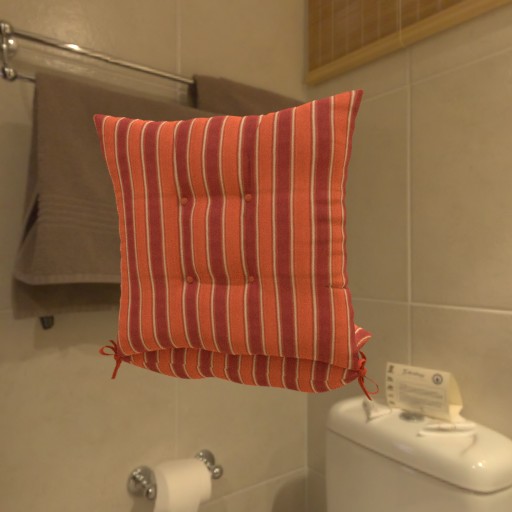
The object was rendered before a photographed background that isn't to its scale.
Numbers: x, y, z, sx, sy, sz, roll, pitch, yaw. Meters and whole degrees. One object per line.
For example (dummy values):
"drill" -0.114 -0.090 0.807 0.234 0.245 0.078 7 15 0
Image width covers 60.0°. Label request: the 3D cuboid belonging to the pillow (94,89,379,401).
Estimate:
"pillow" 0.000 0.000 1.011 0.541 0.536 0.585 0 -1 16
